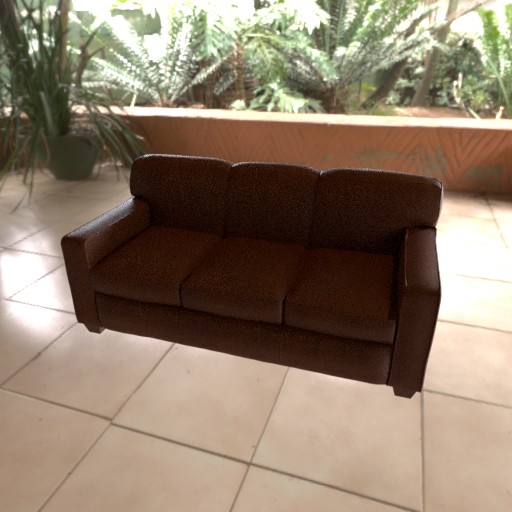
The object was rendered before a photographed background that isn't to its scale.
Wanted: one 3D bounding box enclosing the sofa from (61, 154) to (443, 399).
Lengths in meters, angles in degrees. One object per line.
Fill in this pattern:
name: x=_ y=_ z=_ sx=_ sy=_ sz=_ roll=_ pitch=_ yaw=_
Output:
sofa: x=0.000 y=0.000 z=2.663 sx=2.039 sy=0.953 sz=1.008 roll=8 pitch=27 yaw=16
